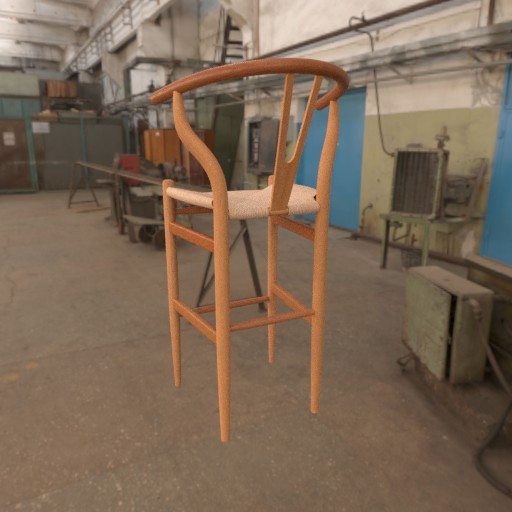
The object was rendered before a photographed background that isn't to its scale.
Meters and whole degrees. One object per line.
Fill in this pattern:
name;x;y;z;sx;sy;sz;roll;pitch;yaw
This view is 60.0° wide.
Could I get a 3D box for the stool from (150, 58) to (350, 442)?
stool;0.000;0.000;1.391;0.574;1.068;0.561;-7;16;-26
